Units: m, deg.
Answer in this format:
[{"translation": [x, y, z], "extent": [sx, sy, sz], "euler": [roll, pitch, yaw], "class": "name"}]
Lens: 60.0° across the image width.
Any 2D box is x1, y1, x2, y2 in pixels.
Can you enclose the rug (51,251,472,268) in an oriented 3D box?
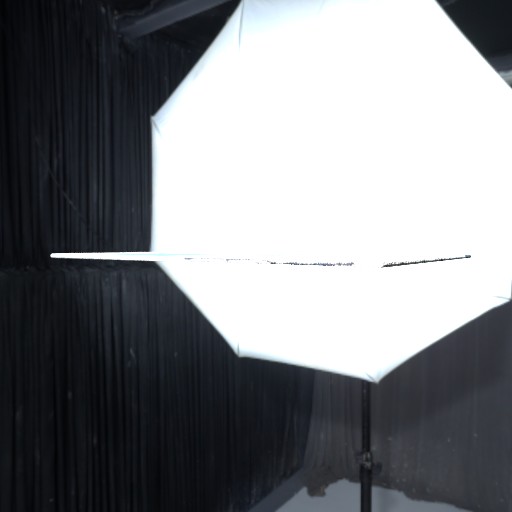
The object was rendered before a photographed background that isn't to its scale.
[{"translation": [0.000, 0.000, 2.330], "extent": [1.847, 0.020, 1.238], "euler": [1, 2, 37], "class": "rug"}]
